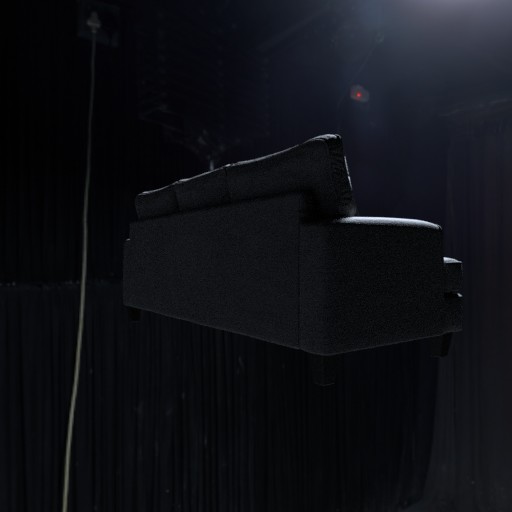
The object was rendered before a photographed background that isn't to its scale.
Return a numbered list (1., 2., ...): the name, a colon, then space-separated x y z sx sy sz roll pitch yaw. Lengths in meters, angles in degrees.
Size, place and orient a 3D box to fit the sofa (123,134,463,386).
1. sofa: 0.000 0.000 2.717 0.951 0.965 2.158 0 0 -36
